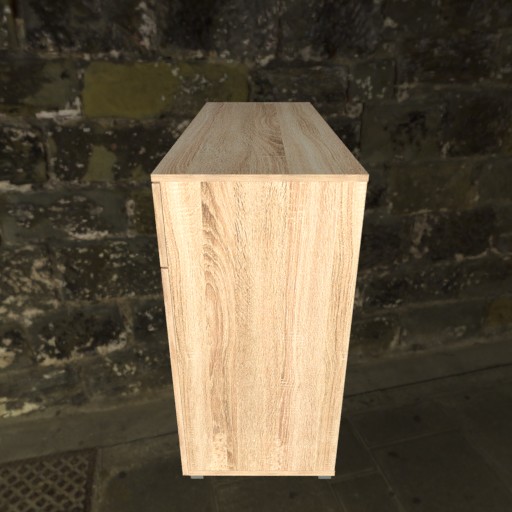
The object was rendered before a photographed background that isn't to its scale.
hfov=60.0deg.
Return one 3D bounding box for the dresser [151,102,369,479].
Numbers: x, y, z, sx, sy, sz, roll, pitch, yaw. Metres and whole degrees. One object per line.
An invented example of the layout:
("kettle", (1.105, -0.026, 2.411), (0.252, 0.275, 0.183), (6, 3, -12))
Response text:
("dresser", (0.000, 0.000, 1.570), (0.450, 0.900, 1.100), (0, 26, 0))
